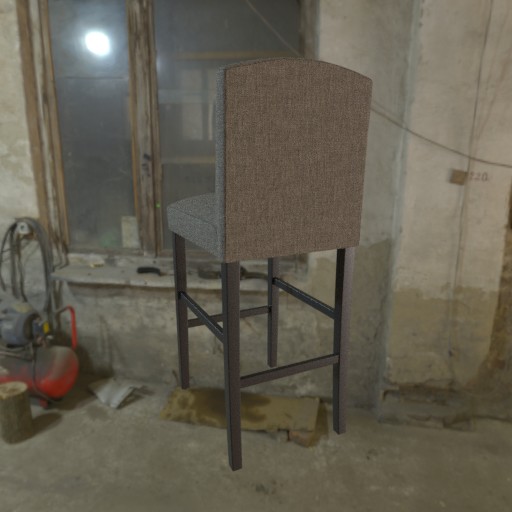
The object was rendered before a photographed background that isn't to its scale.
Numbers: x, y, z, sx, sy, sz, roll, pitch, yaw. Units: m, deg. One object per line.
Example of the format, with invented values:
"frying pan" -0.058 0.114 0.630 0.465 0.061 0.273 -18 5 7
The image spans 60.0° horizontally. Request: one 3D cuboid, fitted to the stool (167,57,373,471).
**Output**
"stool" 0.000 0.000 1.468 0.451 1.138 0.552 -7 16 -25
